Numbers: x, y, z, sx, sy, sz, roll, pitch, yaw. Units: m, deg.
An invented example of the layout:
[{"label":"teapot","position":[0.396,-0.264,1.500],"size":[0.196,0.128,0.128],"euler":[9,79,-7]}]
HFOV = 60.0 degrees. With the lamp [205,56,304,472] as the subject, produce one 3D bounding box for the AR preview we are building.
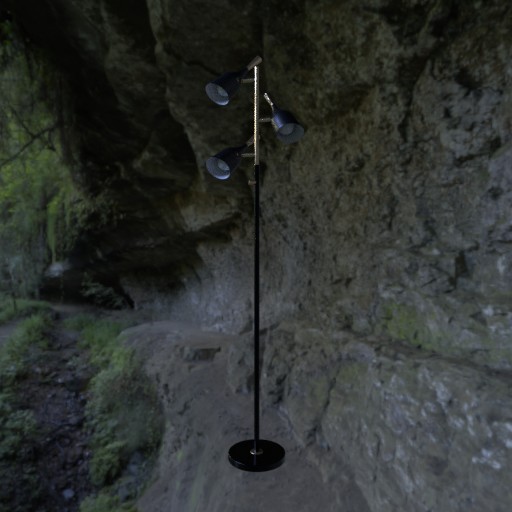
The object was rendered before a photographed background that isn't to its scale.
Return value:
[{"label":"lamp","position":[0.000,0.000,1.930],"size":[0.434,1.778,0.253],"euler":[0,2,17]}]
